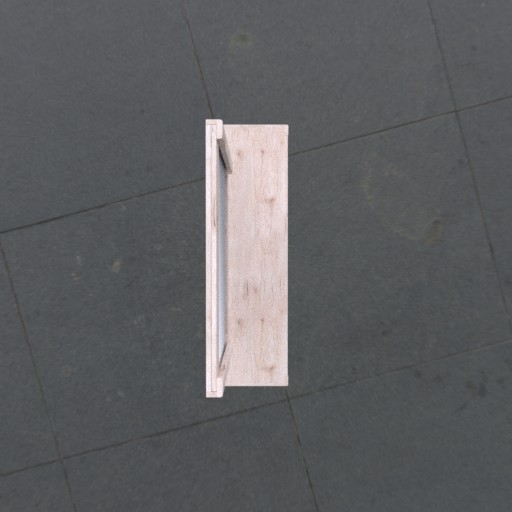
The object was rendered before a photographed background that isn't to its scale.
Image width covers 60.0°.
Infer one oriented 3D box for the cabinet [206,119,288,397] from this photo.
[{"bbox_3d":[0.000,0.000,2.821,0.420,1.981,1.700,0,91,0],"label":"cabinet"}]
